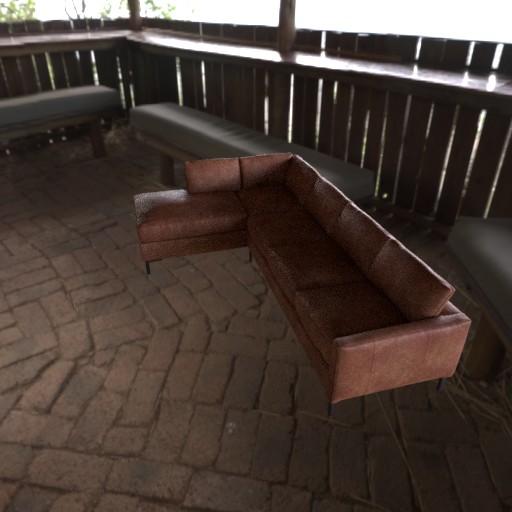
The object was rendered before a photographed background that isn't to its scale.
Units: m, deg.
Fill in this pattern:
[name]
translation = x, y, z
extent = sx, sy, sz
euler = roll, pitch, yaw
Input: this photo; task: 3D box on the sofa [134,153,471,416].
[sofa]
translation = 0.000, 0.000, 3.838
extent = 1.938, 0.877, 2.984
euler = -8, 31, -14
